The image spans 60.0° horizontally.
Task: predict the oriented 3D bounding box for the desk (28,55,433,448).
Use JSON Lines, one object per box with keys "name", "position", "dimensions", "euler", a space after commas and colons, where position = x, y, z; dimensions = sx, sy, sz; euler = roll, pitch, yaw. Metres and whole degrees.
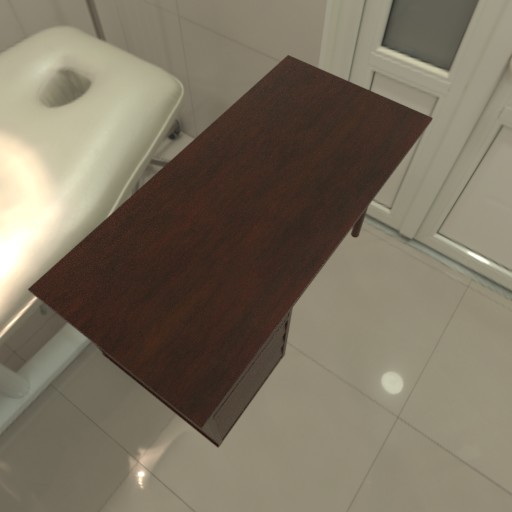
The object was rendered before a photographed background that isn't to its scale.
{"name": "desk", "position": [0.000, 0.000, 1.705], "dimensions": [0.612, 0.758, 1.277], "euler": [32, 64, 18]}
